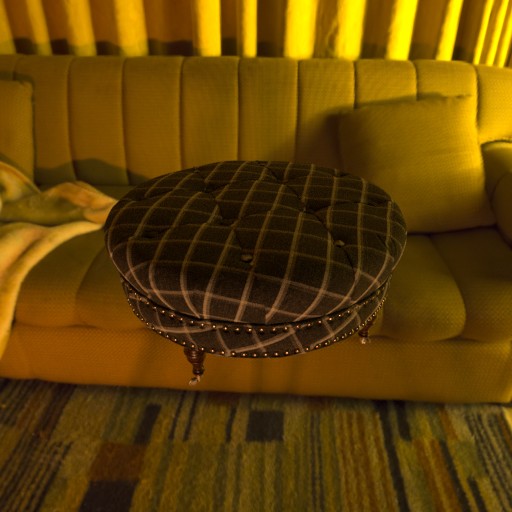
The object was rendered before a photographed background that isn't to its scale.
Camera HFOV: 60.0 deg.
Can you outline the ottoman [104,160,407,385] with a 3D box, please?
[{"bbox_3d":[0.000,0.000,1.443,0.901,0.439,0.901,0,31,0],"label":"ottoman"}]
